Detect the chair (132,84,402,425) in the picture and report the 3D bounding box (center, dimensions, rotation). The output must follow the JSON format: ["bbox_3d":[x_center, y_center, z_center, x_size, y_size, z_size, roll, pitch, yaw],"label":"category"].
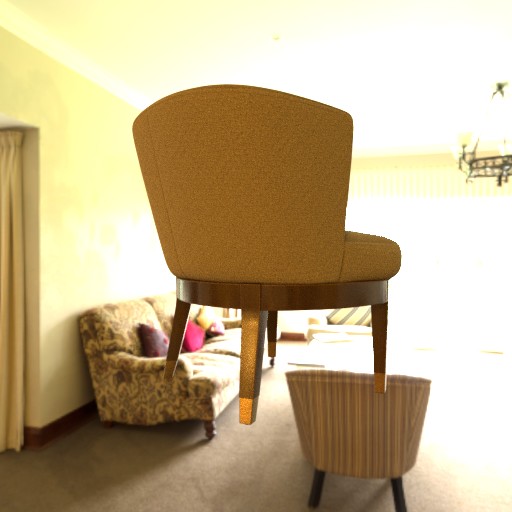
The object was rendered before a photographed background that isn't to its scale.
[{"bbox_3d":[0.000,0.000,1.292,0.660,0.760,0.700,-1,1,-35],"label":"chair"}]
